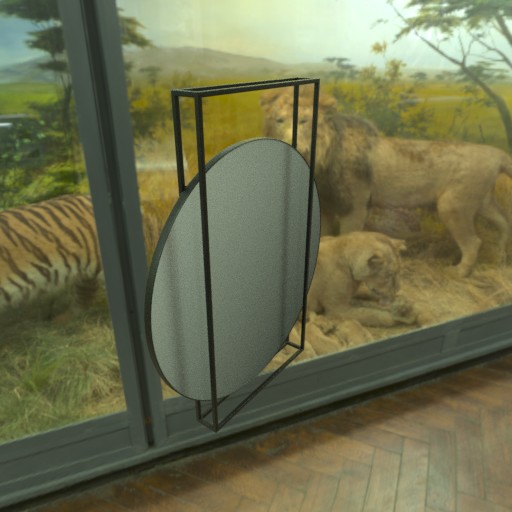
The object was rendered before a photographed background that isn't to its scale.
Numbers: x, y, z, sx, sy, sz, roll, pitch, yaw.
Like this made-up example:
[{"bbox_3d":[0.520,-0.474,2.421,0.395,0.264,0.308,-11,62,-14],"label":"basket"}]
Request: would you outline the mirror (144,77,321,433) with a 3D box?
[{"bbox_3d":[0.000,0.000,0.828,0.051,0.603,0.508,18,31,33],"label":"mirror"}]
